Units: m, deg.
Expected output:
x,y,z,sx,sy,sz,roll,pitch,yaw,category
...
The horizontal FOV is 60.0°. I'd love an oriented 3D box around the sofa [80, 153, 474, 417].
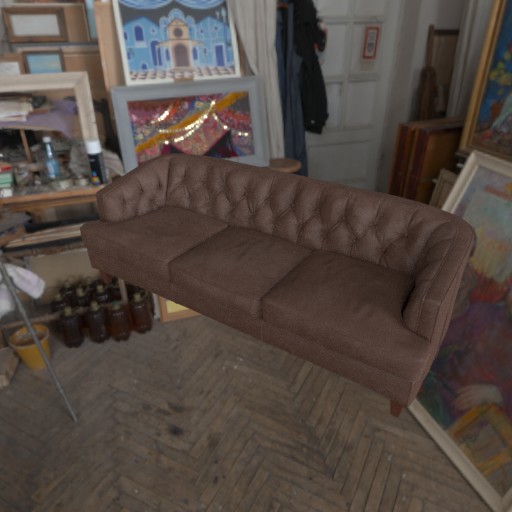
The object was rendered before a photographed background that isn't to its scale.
x,y,z,sx,sy,sz,roll,pitch,yaw,category
0.000,0.000,2.674,2.227,0.787,0.927,18,34,29,sofa
